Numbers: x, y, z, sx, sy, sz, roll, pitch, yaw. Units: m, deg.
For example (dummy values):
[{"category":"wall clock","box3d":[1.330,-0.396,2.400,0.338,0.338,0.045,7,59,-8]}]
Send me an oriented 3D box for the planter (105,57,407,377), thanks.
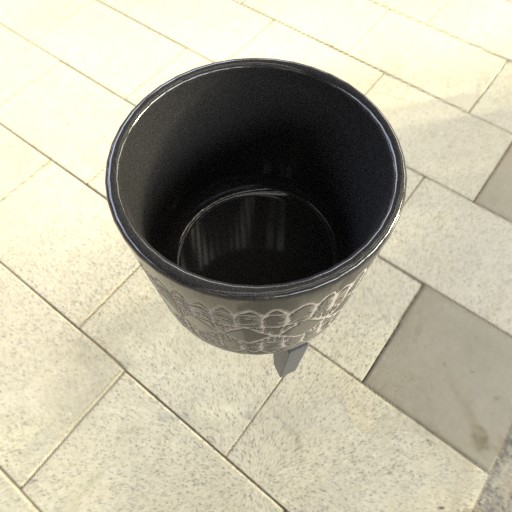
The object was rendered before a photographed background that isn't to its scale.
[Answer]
[{"category":"planter","box3d":[0.000,0.000,0.525,0.251,0.355,0.251,32,67,15]}]
